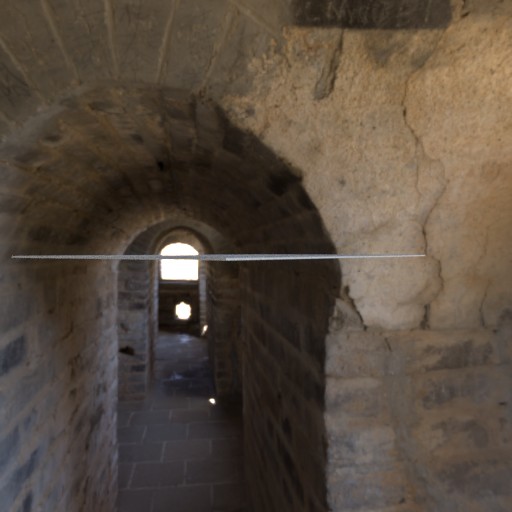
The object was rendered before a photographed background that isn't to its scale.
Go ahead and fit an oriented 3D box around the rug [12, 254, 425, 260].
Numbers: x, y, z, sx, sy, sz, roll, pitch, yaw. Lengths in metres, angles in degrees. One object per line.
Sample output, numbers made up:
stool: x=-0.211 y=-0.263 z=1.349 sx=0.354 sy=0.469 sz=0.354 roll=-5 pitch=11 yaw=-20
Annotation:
rug: x=0.000 y=0.000 z=2.944 sx=1.515 sy=0.010 sz=2.430 roll=0 pitch=1 yaw=36
